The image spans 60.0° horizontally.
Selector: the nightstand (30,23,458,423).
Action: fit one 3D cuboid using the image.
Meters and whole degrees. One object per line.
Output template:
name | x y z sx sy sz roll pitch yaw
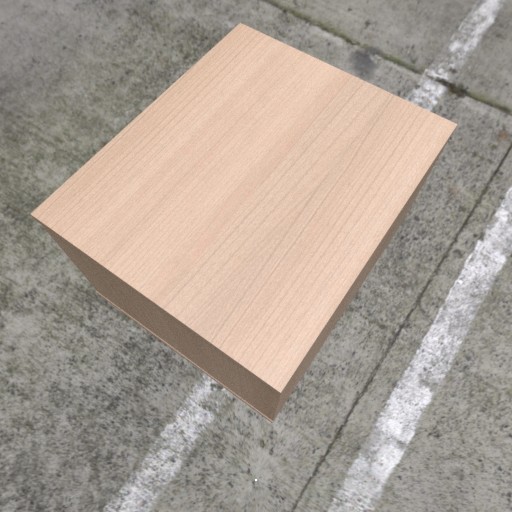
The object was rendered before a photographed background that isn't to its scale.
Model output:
nightstand | 0.000 0.000 0.829 0.380 0.530 0.450 32 68 15
